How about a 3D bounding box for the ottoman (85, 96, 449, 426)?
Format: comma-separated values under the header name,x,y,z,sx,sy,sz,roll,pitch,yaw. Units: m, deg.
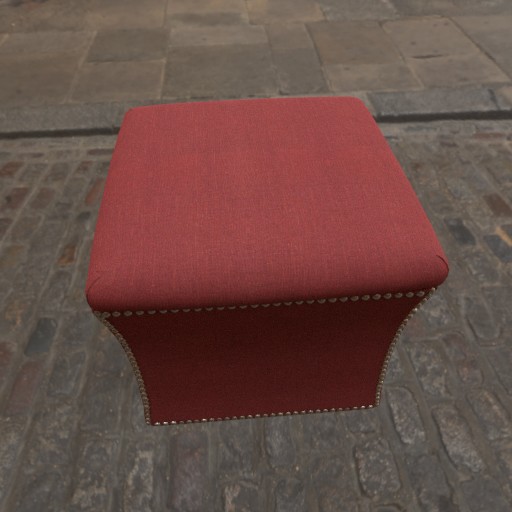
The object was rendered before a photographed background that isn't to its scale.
name,x,y,z,sx,sy,sz,roll,pitch,yaw
ottoman,0.000,0.000,0.886,0.507,0.475,0.497,-3,47,-3
